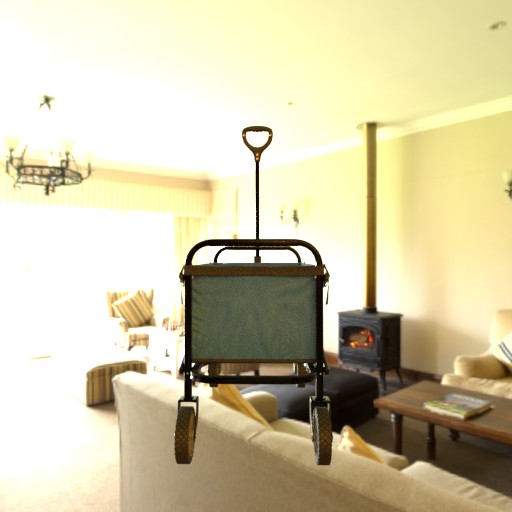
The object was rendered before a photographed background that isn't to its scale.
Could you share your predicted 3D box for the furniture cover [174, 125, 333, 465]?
[{"bbox_3d":[0.000,0.000,1.827,0.532,1.295,1.038,0,0,1],"label":"furniture cover"}]
